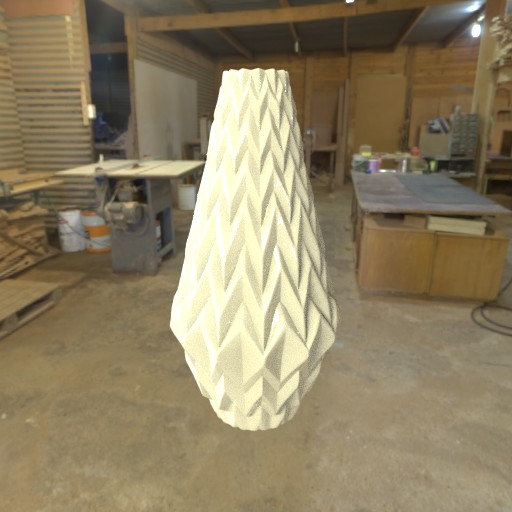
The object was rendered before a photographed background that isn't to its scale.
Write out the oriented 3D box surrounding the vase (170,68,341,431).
[{"bbox_3d":[0.000,0.000,0.425,0.167,0.328,0.167,0,17,0],"label":"vase"}]
